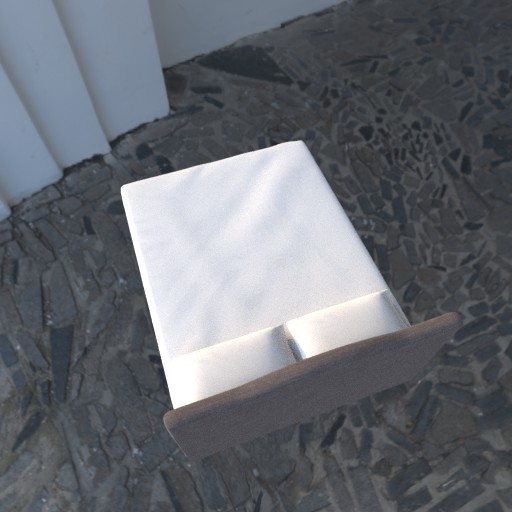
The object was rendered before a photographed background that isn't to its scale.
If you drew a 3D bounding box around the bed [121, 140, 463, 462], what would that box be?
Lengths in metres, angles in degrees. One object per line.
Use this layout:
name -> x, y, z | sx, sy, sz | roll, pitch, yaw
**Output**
bed -> 0.000, 0.000, 3.987 | 2.161, 1.457, 2.689 | -17, 59, -10
